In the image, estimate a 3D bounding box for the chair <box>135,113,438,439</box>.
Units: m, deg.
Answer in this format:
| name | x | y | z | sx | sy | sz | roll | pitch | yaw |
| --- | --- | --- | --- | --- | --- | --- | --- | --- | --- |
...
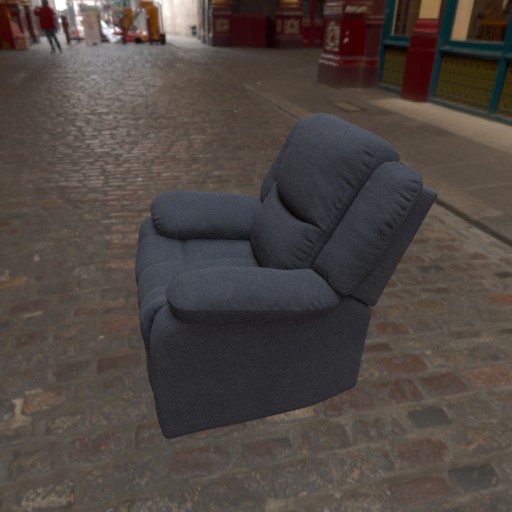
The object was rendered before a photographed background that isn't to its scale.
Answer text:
| name | x | y | z | sx | sy | sz | roll | pitch | yaw |
| --- | --- | --- | --- | --- | --- | --- | --- | --- | --- |
| chair | 0.000 | 0.000 | 1.749 | 0.944 | 1.008 | 0.899 | -8 | 30 | -14 |
